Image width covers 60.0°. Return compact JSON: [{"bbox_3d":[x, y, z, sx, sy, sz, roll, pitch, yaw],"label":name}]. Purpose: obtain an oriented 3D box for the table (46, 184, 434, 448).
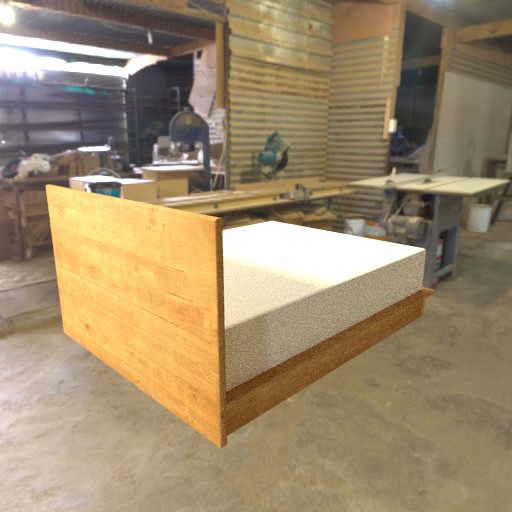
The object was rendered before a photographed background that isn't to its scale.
[{"bbox_3d":[0.000,0.000,3.157,2.149,1.041,1.707,-15,21,-43],"label":"table"}]
